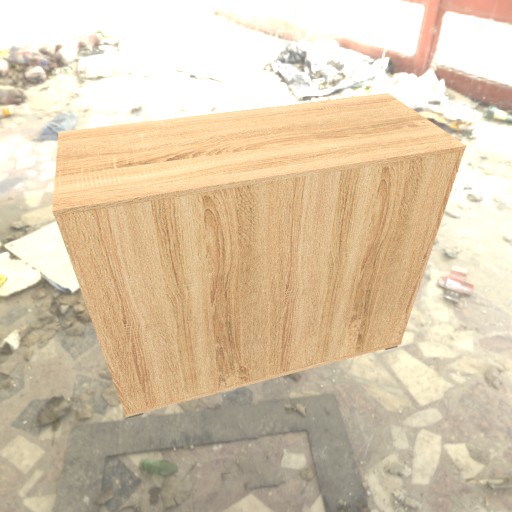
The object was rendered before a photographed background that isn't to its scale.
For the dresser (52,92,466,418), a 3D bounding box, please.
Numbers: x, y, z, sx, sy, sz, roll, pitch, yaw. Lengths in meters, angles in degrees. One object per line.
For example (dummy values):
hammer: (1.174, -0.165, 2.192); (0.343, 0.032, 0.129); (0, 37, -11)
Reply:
dresser: (0.000, 0.000, 1.576); (1.100, 0.900, 0.450); (-11, 41, -13)
